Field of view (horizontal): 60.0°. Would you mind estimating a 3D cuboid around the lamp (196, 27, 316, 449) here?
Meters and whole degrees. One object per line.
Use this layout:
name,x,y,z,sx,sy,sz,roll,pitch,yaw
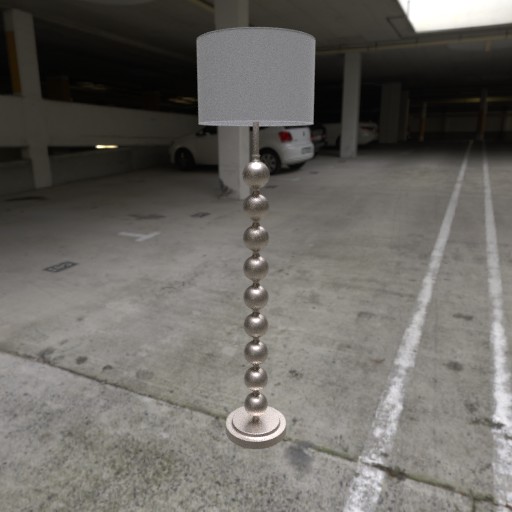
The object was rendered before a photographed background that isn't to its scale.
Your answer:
lamp,0.000,0.000,1.648,0.394,1.474,0.394,7,16,25
